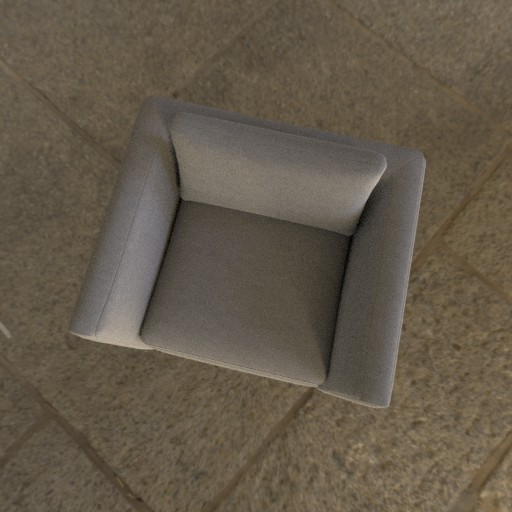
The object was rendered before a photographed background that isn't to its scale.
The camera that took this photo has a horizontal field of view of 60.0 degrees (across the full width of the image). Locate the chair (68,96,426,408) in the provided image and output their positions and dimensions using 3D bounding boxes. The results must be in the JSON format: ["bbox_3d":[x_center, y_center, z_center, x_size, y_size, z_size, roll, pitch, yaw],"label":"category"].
[{"bbox_3d":[0.000,0.000,1.713,1.041,0.864,0.889,13,76,3],"label":"chair"}]
